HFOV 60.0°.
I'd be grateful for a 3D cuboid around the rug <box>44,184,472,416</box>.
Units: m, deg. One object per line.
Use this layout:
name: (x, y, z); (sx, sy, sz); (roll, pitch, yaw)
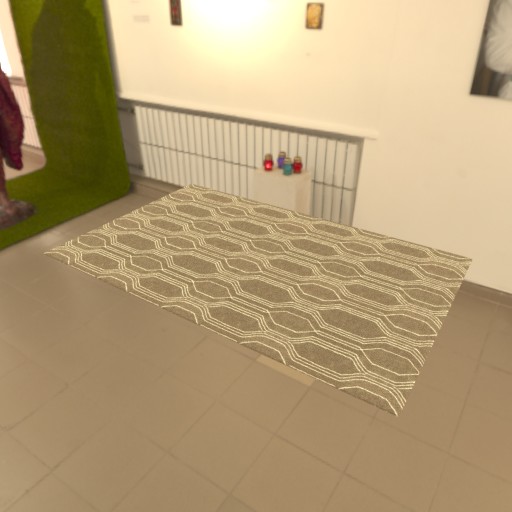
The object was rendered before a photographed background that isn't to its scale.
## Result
rug: (0.000, 0.000, 2.994); (2.457, 0.012, 1.541); (19, 35, 28)
